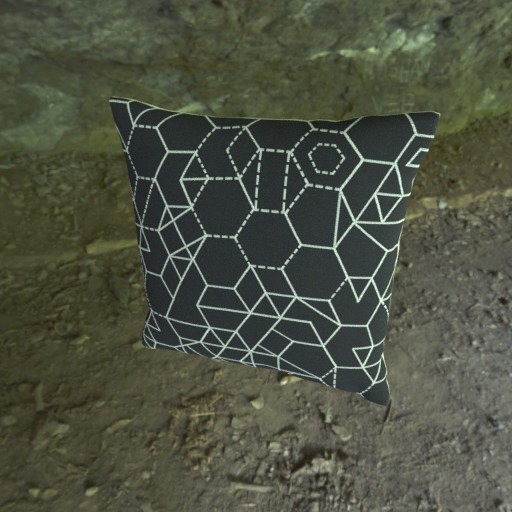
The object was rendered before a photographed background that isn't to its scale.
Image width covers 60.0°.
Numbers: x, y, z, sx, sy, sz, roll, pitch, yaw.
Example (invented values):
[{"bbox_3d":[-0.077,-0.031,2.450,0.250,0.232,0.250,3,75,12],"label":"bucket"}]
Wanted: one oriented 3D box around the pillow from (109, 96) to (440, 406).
[{"bbox_3d":[0.000,0.000,0.771,0.517,0.508,0.158,9,27,17],"label":"pillow"}]
